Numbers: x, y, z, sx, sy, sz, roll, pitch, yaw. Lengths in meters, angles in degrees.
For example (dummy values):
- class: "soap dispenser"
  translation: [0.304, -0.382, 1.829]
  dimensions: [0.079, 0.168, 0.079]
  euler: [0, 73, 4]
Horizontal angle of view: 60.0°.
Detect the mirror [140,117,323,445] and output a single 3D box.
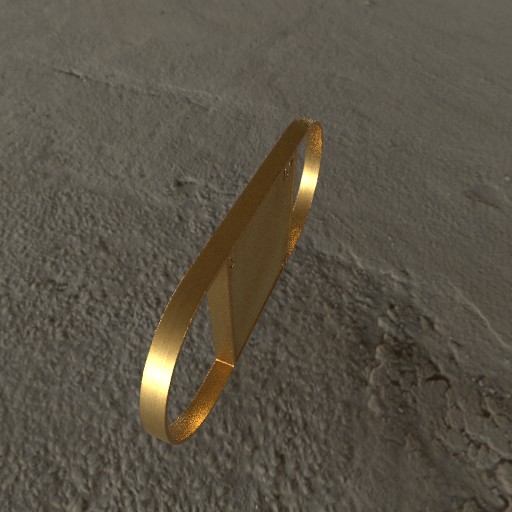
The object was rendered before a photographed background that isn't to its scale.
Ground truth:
- class: "mirror"
  translation: [0.000, 0.000, 0.679]
  dimensions: [0.032, 0.254, 0.584]
  euler: [17, 50, 15]
